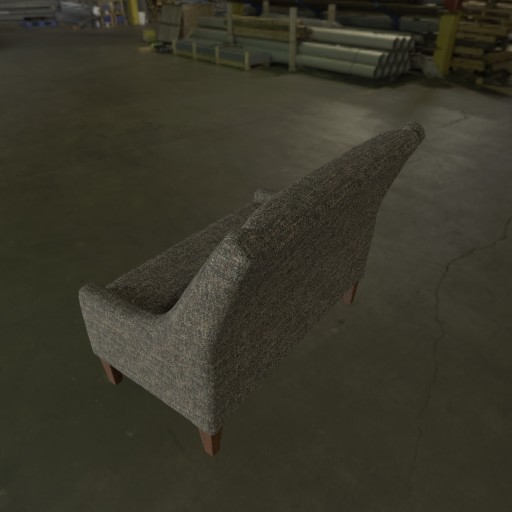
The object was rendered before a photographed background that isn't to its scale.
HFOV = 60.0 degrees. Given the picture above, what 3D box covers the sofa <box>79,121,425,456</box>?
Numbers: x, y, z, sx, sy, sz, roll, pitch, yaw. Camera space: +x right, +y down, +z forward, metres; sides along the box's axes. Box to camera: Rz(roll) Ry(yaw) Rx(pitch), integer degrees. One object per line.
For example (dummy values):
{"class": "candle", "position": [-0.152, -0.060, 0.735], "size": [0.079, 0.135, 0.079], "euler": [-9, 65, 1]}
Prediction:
{"class": "sofa", "position": [0.000, 0.000, 1.907], "size": [0.870, 1.021, 1.242], "euler": [22, 39, 30]}
